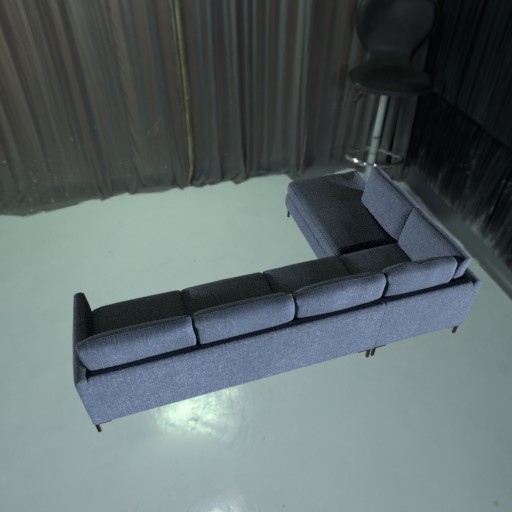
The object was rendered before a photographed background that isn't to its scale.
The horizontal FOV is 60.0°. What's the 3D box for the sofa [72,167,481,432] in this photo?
[{"bbox_3d":[0.000,0.000,3.791,2.949,0.815,2.007,-12,43,-13],"label":"sofa"}]
